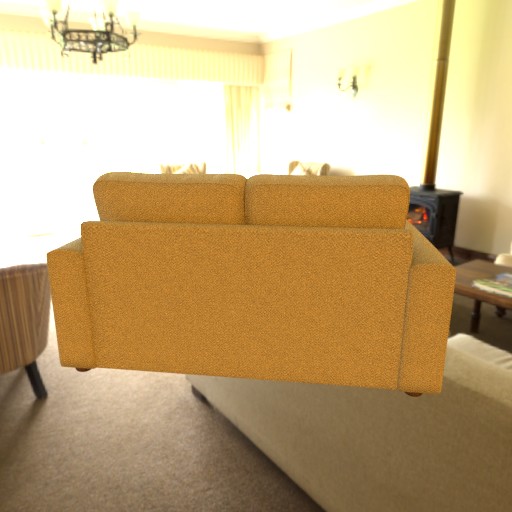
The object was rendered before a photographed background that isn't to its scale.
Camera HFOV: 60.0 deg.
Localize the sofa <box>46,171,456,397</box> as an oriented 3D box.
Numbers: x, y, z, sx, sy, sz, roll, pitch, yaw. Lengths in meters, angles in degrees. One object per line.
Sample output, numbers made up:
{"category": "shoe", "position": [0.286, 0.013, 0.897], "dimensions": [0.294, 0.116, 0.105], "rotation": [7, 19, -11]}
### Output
{"category": "sofa", "position": [0.000, 0.000, 2.222], "dimensions": [1.616, 0.873, 1.016], "rotation": [2, 16, 7]}
